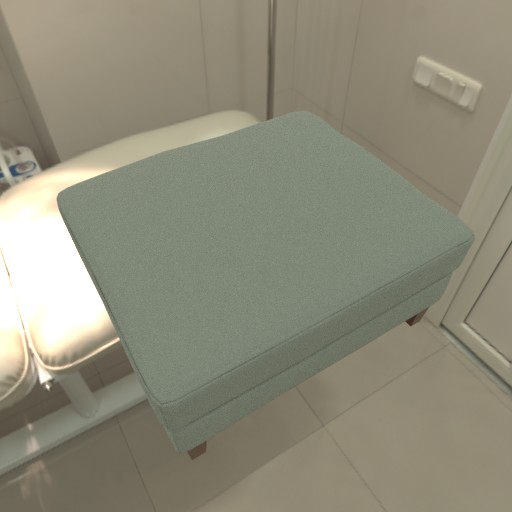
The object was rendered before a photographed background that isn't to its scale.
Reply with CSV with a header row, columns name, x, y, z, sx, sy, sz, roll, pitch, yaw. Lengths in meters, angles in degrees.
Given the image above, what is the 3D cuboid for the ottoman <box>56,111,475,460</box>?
name,x,y,z,sx,sy,sz,roll,pitch,yaw
ottoman,0.000,0.000,1.451,0.991,0.494,0.842,-24,52,-21
